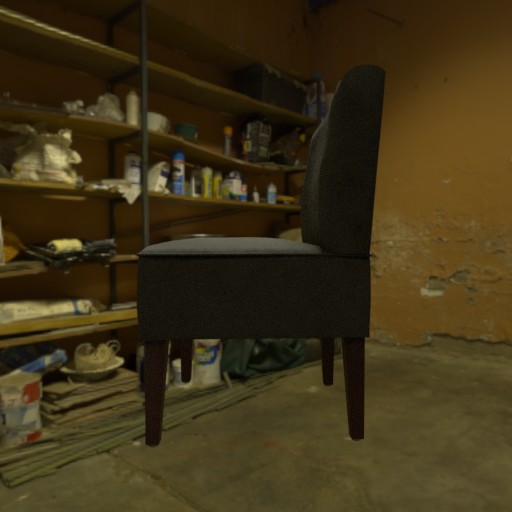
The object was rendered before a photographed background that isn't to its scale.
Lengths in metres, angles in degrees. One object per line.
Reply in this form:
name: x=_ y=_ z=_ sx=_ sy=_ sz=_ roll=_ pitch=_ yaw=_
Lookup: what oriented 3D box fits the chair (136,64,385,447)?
chair: x=0.000 y=0.000 z=1.165 sx=0.554 sy=0.806 sz=0.521 roll=0 pitch=1 yaw=0
